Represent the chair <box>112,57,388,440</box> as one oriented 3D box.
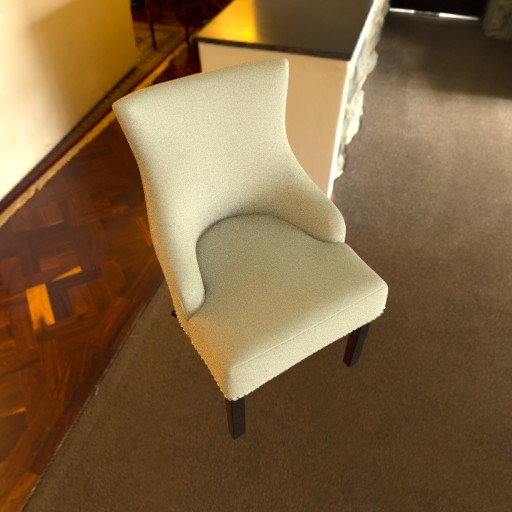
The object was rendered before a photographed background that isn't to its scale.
[{"bbox_3d":[0.000,0.000,1.325,0.566,0.909,0.629,-25,50,-22],"label":"chair"}]
